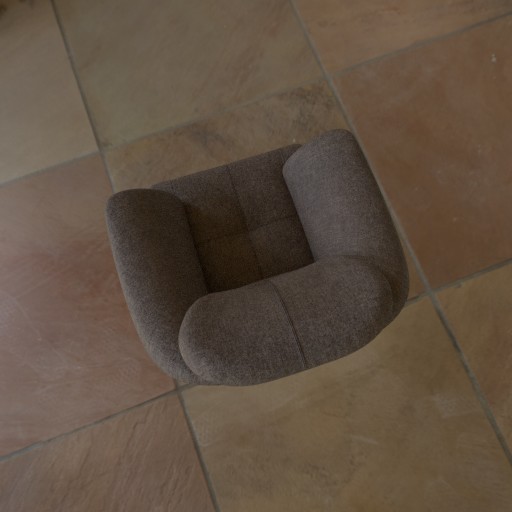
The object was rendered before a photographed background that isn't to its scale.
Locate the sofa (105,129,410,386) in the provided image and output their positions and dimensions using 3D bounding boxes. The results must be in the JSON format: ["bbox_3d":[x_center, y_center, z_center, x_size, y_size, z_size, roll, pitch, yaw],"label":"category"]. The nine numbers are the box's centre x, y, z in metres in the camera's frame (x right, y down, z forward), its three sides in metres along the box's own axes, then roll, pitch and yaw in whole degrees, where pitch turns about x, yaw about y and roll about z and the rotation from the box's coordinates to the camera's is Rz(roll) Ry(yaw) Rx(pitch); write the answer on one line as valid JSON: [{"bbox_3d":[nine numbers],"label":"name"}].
[{"bbox_3d":[0.000,0.000,1.529,0.870,0.811,0.794,-17,77,-4],"label":"sofa"}]
